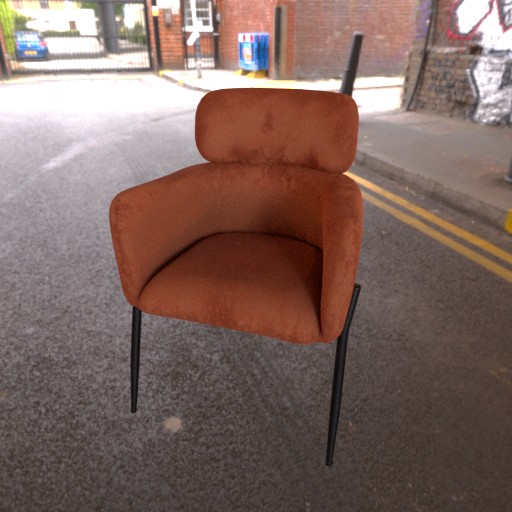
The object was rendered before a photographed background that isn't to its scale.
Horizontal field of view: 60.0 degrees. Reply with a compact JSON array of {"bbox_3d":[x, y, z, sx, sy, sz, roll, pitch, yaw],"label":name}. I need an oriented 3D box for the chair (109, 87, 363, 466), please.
[{"bbox_3d":[0.000,0.000,1.145,0.561,0.772,0.523,8,28,16],"label":"chair"}]
